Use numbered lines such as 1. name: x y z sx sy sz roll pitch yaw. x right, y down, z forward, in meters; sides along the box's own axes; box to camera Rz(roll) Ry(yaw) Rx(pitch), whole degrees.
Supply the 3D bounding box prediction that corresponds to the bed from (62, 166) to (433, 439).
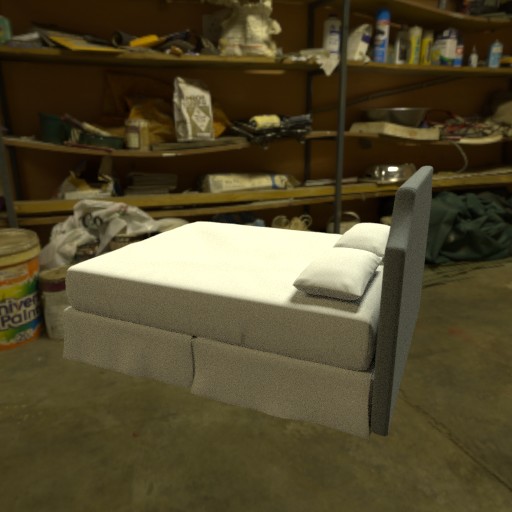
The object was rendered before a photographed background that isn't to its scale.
1. bed: 0.000 0.000 3.296 2.259 1.296 1.811 7 18 23
